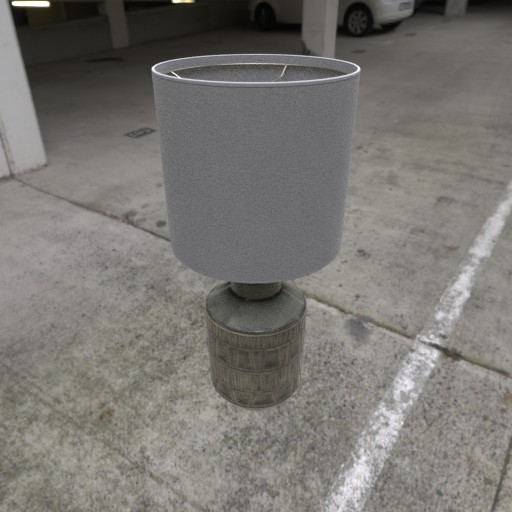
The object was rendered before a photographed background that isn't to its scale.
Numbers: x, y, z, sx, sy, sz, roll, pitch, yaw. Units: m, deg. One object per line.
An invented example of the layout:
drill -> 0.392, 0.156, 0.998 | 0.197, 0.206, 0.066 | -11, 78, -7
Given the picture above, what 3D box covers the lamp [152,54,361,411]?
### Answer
lamp -> 0.000, 0.000, 0.571 | 0.211, 0.455, 0.211 | 20, 36, 30
